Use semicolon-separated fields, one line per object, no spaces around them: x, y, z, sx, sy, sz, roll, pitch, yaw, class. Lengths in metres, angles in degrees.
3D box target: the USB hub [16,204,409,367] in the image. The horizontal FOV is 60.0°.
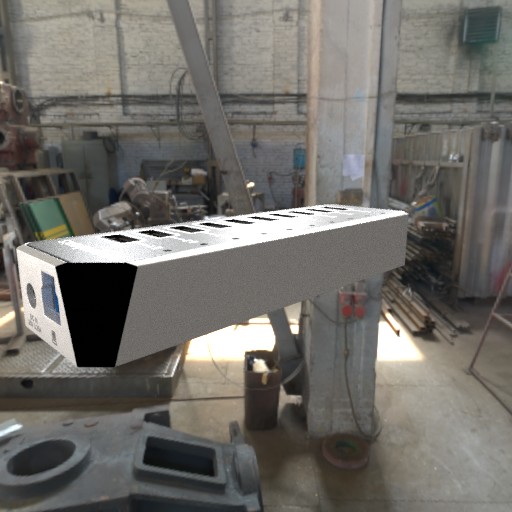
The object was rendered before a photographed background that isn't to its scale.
0.000;0.000;0.158;0.145;0.023;0.044;-12;18;-43;USB hub
